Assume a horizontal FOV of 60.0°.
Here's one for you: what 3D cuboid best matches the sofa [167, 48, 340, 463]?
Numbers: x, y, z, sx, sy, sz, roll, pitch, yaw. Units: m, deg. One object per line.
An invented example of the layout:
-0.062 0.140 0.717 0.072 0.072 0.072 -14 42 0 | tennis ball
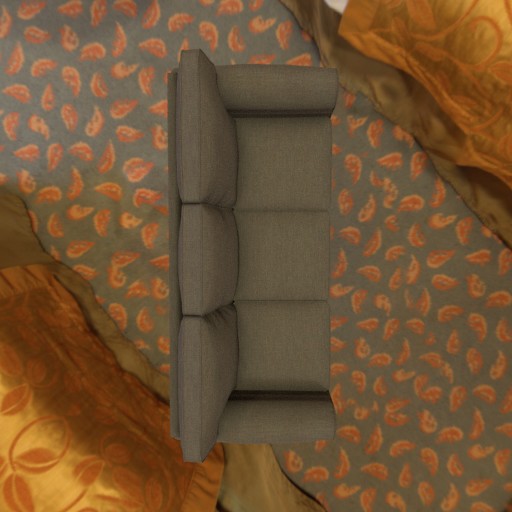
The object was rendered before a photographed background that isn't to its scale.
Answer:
0.000 0.000 2.600 0.909 0.966 2.084 0 92 1 | sofa
